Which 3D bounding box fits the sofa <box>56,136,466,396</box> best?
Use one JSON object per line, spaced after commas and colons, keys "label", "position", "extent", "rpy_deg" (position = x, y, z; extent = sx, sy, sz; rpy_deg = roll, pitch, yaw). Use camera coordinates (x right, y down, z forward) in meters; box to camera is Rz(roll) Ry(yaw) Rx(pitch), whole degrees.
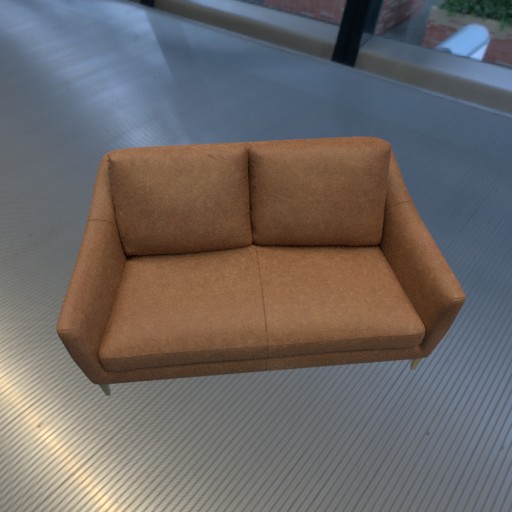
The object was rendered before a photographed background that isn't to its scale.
{"label": "sofa", "position": [0.000, 0.000, 2.142], "extent": [1.619, 0.902, 0.960], "rpy_deg": [-4, 46, -4]}
